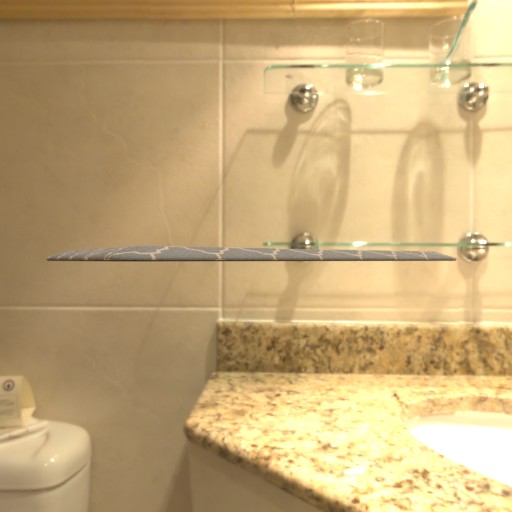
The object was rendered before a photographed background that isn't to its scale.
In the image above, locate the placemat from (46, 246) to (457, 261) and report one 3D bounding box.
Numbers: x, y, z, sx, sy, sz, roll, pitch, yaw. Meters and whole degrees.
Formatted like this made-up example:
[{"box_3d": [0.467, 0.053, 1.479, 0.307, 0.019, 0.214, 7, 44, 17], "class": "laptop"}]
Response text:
[{"box_3d": [0.000, 0.000, 0.964, 0.762, 0.021, 0.508, 0, -1, -35], "class": "placemat"}]
